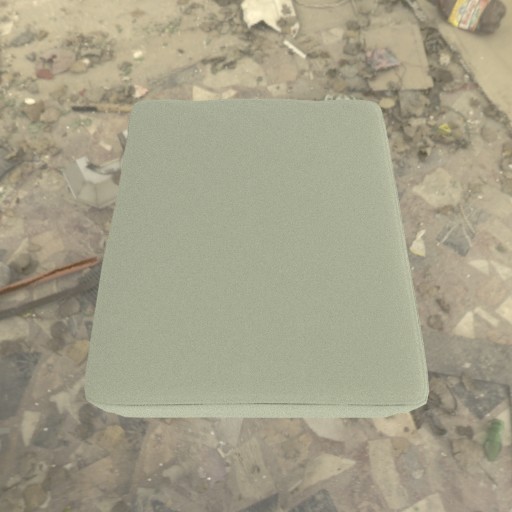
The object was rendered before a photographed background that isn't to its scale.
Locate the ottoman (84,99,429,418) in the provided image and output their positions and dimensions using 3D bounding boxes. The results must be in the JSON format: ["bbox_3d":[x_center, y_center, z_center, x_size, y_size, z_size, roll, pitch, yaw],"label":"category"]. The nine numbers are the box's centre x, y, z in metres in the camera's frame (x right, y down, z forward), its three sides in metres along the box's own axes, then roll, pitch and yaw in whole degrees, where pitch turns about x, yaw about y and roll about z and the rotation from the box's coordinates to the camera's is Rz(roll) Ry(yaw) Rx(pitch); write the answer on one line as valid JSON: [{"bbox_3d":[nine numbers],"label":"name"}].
[{"bbox_3d":[0.000,0.000,1.430,0.842,0.494,0.991,0,63,0],"label":"ottoman"}]
